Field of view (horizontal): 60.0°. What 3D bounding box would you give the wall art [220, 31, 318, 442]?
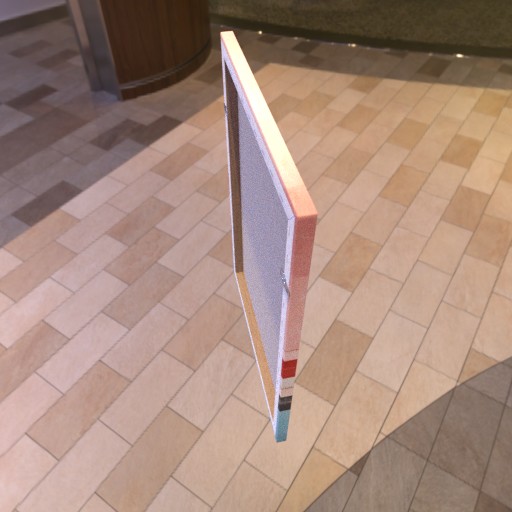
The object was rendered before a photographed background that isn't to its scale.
[{"bbox_3d":[0.000,0.000,1.345,0.039,1.016,0.761,-9,48,-8],"label":"wall art"}]
